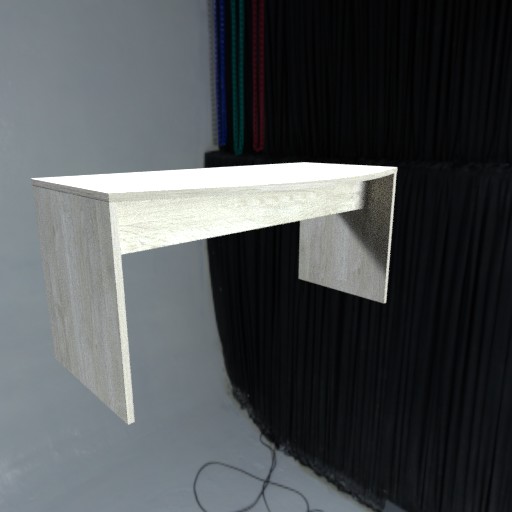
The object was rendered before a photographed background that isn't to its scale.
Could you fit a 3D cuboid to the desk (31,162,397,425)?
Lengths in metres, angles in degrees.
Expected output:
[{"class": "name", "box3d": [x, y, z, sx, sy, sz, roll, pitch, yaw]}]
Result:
[{"class": "desk", "box3d": [0.000, 0.000, 2.038, 1.600, 0.752, 0.802, -14, 20, -42]}]
